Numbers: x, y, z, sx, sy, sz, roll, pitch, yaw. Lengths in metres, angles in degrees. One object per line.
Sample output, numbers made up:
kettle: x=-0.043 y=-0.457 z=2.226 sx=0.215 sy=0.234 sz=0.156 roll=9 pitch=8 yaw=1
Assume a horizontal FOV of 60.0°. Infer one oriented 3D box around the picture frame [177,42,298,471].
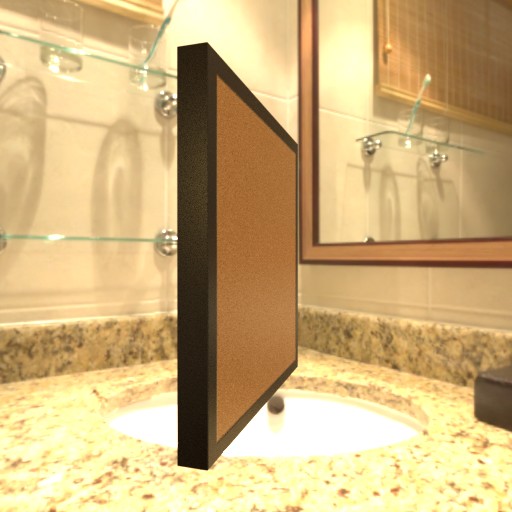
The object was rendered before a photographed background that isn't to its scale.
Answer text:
picture frame: x=0.000 y=0.000 z=0.538 sx=0.029 sy=0.353 sz=0.355 roll=0 pitch=0 yaw=17
